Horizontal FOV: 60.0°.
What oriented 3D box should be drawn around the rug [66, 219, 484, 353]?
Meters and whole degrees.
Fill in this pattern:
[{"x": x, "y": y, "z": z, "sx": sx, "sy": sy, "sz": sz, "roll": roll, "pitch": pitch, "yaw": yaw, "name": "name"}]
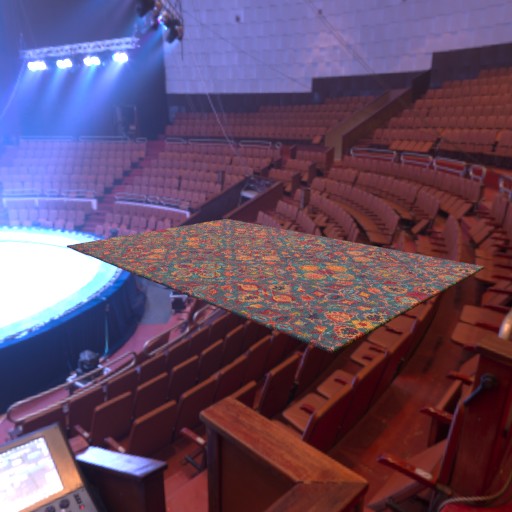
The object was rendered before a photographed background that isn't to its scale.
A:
[{"x": 0.000, "y": 0.000, "z": 2.302, "sx": 1.836, "sy": 0.014, "sz": 1.216, "roll": 14, "pitch": 20, "yaw": 43, "name": "rug"}]
